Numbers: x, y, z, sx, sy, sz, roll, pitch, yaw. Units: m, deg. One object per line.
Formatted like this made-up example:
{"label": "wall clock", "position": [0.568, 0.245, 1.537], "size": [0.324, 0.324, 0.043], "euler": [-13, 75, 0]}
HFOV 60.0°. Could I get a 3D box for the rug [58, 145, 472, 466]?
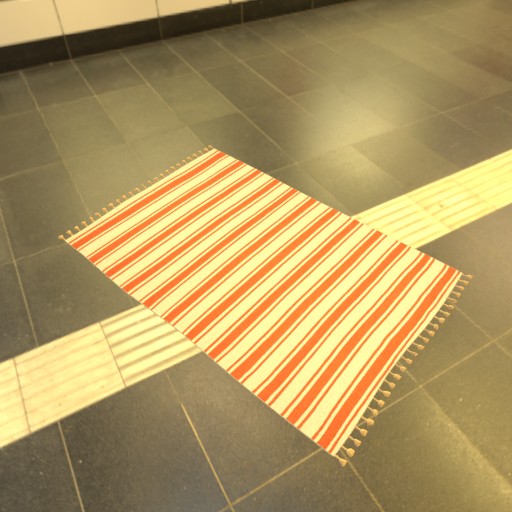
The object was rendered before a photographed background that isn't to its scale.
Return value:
{"label": "rug", "position": [0.000, 0.000, 3.034], "size": [2.433, 0.022, 1.556], "euler": [32, 54, 27]}
